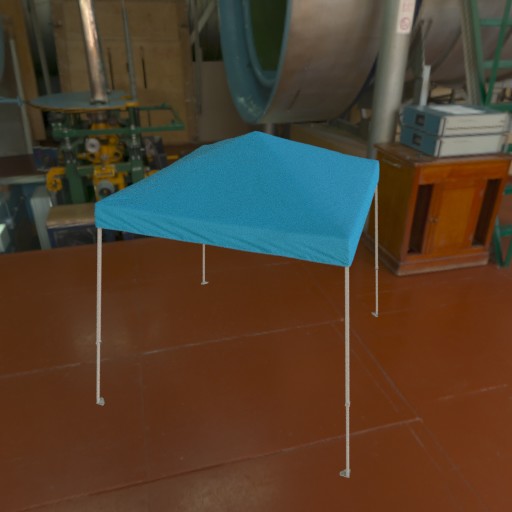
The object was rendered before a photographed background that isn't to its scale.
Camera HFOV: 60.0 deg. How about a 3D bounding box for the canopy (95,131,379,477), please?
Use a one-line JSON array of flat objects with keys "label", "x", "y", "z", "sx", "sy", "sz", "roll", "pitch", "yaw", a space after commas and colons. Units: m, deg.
[{"label": "canopy", "x": 0.000, "y": 0.000, "z": 5.144, "sx": 2.849, "sy": 2.849, "sz": 2.848, "roll": 9, "pitch": 29, "yaw": 17}]
